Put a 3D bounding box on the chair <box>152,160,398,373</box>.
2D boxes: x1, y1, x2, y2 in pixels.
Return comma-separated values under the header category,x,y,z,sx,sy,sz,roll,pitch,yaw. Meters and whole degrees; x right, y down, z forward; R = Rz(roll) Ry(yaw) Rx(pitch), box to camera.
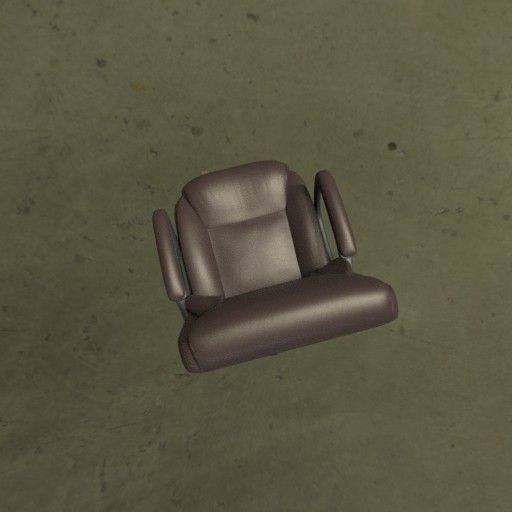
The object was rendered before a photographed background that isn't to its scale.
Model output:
category,x,y,z,sx,sy,sz,roll,pitch,yaw
chair,0.000,0.000,1.446,0.615,1.072,0.655,-14,76,-4
